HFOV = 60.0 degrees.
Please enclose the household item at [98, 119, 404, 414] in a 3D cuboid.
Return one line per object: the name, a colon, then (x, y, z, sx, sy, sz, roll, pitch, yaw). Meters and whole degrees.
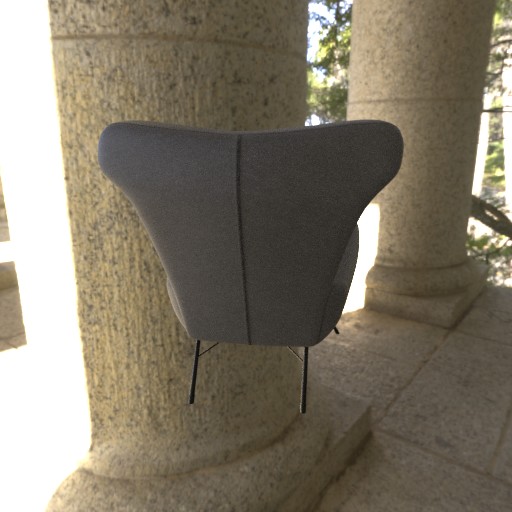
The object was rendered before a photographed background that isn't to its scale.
household item: (0.000, 0.000, 1.811, 0.980, 1.050, 0.900, 2, 15, 8)
